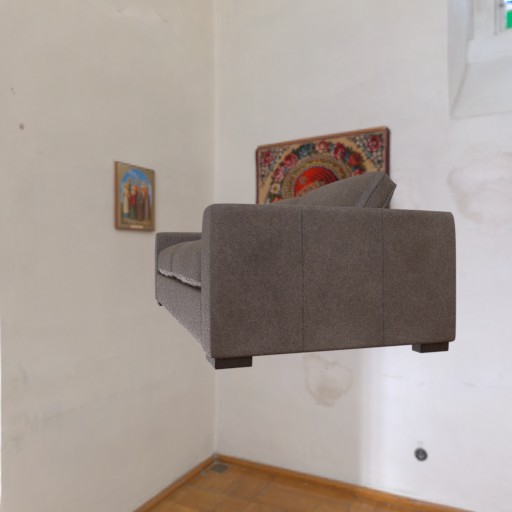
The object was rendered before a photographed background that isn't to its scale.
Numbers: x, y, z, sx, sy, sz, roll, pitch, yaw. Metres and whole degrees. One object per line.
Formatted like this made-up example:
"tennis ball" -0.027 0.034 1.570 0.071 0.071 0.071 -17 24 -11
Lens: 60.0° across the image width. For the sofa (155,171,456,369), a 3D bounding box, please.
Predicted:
"sofa" 0.000 0.000 2.753 1.070 0.801 2.262 0 0 -18
